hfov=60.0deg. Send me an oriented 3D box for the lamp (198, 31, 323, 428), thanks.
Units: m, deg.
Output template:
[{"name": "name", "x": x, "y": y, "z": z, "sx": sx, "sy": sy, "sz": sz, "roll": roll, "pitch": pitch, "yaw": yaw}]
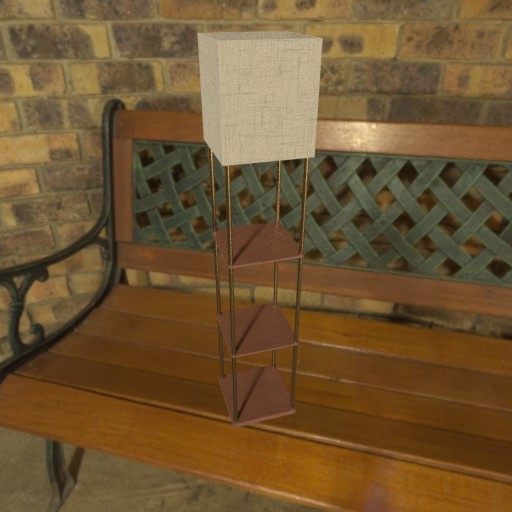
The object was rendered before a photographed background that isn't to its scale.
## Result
[{"name": "lamp", "x": 0.000, "y": 0.000, "z": 1.757, "sx": 0.308, "sy": 1.569, "sz": 0.310, "roll": -9, "pitch": 31, "yaw": -14}]
